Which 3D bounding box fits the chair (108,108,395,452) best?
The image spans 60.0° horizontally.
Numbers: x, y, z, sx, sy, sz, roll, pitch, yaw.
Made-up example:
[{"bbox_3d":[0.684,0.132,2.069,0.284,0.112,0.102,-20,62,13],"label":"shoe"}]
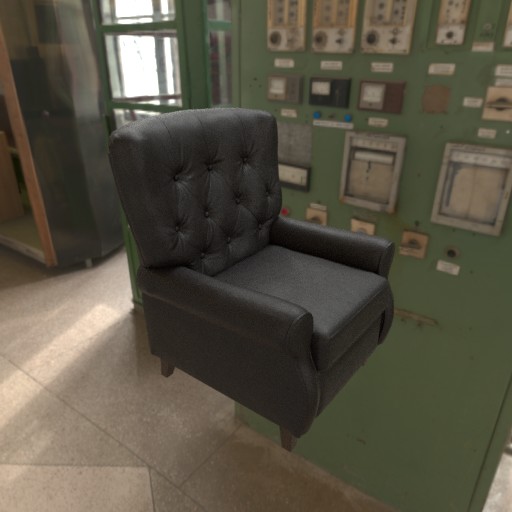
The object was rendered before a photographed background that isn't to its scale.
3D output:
[{"bbox_3d":[0.000,0.000,1.939,1.058,1.158,0.948,18,31,33],"label":"chair"}]
